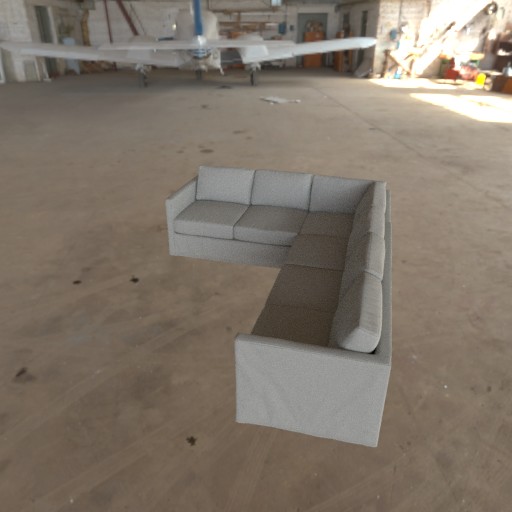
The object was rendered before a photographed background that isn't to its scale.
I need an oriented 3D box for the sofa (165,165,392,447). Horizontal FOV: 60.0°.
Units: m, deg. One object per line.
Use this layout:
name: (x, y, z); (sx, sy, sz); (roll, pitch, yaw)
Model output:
sofa: (0.000, 0.000, 4.215); (2.432, 0.871, 3.182); (7, 28, 14)
